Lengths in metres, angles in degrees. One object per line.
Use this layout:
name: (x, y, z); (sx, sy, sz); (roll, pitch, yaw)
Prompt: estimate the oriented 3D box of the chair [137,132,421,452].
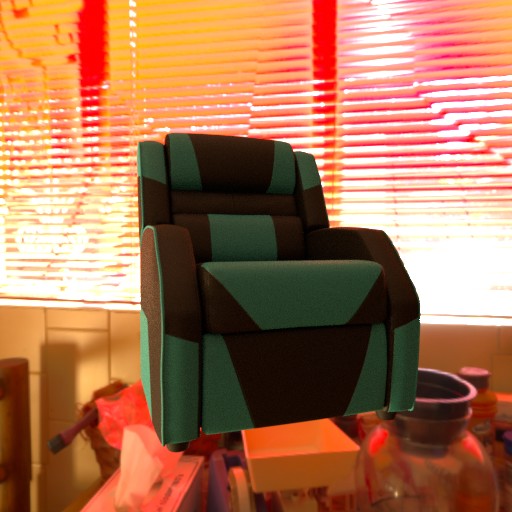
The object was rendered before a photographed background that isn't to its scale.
chair: (0.000, 0.000, 1.260); (0.620, 0.805, 0.672); (-1, 2, -19)
